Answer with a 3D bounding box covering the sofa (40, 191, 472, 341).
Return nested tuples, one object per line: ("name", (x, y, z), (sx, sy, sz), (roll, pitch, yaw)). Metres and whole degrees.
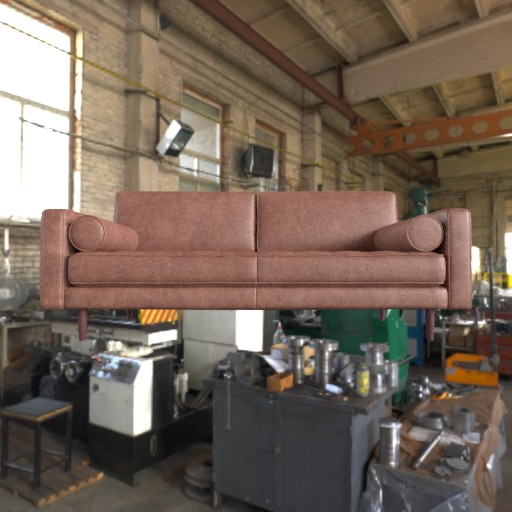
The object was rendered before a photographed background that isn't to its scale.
("sofa", (0.000, 0.000, 2.318), (1.870, 0.760, 0.910), (0, -2, 0))
